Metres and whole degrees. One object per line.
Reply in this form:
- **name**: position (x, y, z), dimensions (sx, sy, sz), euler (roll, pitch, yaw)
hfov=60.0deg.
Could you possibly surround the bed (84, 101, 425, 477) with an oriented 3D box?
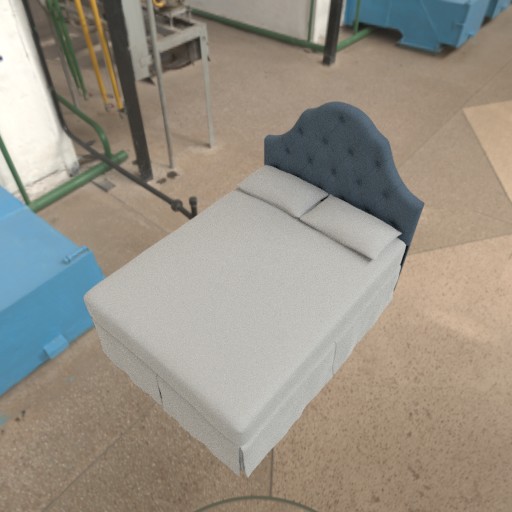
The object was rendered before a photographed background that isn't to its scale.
- **bed**: position (0.000, 0.000, 3.295), dimensions (1.636, 1.575, 2.155), euler (31, 53, 27)
